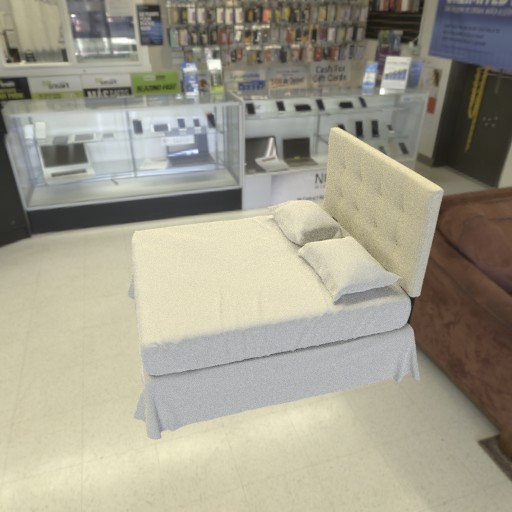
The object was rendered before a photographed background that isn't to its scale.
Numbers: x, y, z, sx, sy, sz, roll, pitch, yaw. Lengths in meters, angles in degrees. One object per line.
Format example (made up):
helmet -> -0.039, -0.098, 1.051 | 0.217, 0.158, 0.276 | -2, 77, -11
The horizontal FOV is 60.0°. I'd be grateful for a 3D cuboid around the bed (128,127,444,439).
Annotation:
bed -> 0.000, 0.000, 3.642 | 2.222, 1.577, 1.936 | -8, 31, -13
